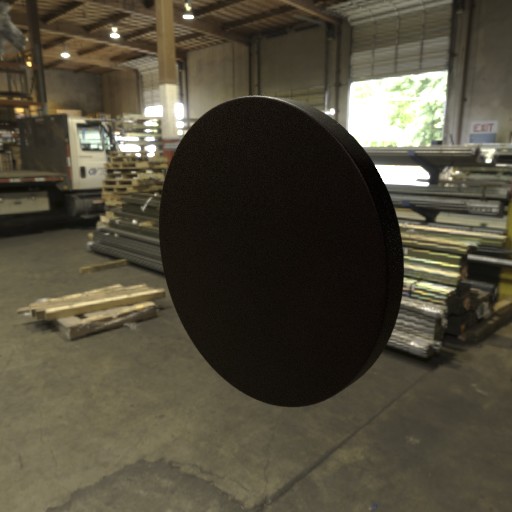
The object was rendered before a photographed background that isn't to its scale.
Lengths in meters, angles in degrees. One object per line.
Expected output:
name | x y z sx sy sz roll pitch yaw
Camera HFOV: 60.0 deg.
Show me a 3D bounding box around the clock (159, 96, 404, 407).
clock | 0.000 0.000 0.462 0.314 0.314 0.029 13 19 43
